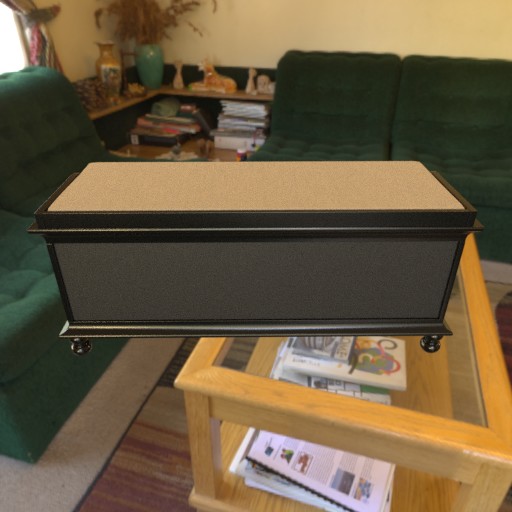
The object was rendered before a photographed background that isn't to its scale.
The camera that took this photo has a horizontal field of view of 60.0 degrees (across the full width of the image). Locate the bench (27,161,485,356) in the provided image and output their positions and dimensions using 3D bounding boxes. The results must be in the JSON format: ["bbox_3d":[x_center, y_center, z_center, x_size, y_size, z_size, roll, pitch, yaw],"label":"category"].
[{"bbox_3d":[0.000,0.000,1.421,1.185,0.501,0.402,0,31,-1],"label":"bench"}]
